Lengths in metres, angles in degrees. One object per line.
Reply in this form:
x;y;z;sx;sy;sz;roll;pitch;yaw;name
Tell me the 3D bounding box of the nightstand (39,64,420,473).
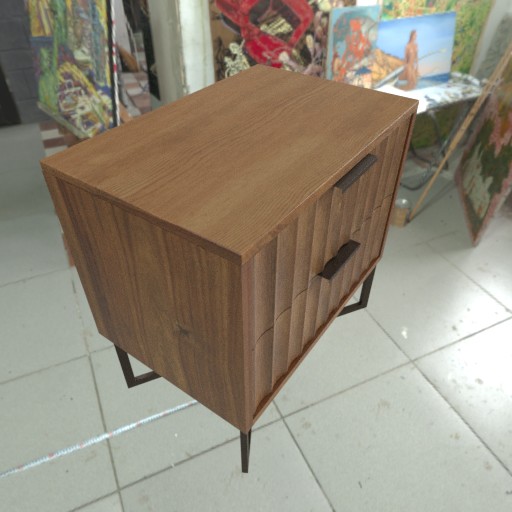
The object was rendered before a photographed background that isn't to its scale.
0.000;0.000;1.011;0.427;0.615;0.613;25;46;26;nightstand
